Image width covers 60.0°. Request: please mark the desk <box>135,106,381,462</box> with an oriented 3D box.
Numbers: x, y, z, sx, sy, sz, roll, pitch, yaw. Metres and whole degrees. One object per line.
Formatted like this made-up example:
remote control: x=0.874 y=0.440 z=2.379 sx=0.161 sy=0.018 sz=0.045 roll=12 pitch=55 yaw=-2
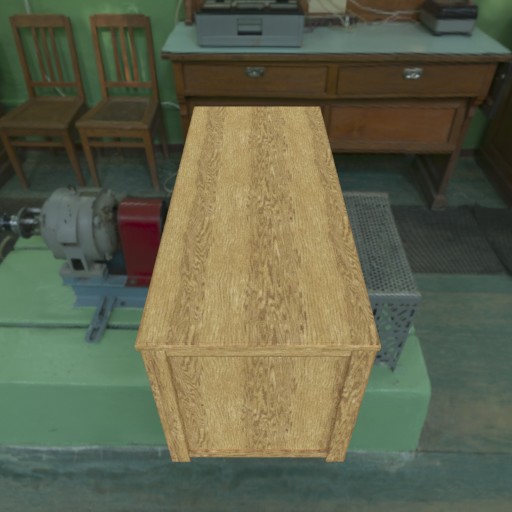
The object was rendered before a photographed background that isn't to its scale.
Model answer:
desk: x=0.000 y=0.000 z=2.041 sx=0.685 sy=0.751 sz=1.567 roll=0 pitch=42 yaw=0
